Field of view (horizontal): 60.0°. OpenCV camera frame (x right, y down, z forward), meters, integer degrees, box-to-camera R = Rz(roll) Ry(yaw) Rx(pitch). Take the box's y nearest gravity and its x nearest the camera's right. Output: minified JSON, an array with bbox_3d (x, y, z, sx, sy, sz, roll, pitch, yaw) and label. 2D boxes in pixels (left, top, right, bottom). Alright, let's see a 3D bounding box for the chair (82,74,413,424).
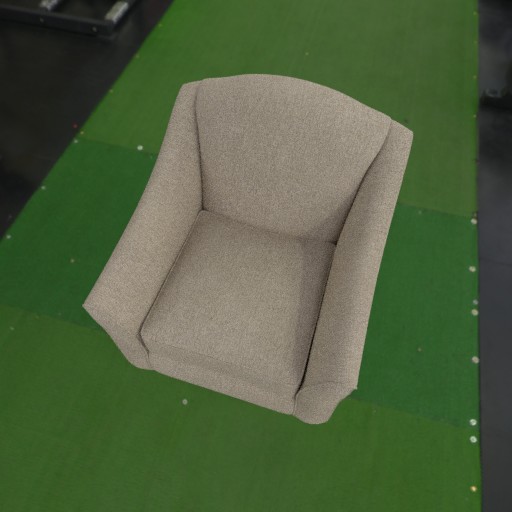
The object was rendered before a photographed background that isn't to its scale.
[{"bbox_3d":[0.000,0.000,1.442,0.763,0.839,0.787,15,59,9],"label":"chair"}]
